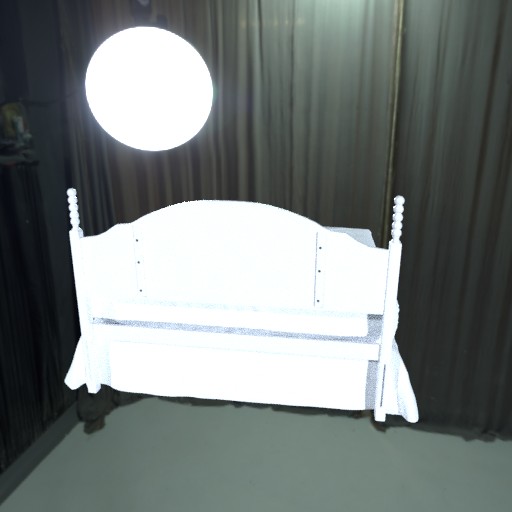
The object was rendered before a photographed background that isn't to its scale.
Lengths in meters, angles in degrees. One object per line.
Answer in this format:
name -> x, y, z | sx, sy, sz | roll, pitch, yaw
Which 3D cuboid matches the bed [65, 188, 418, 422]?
bed -> 0.000, 0.000, 3.661 | 2.322, 1.355, 2.219 | 3, 16, 9
